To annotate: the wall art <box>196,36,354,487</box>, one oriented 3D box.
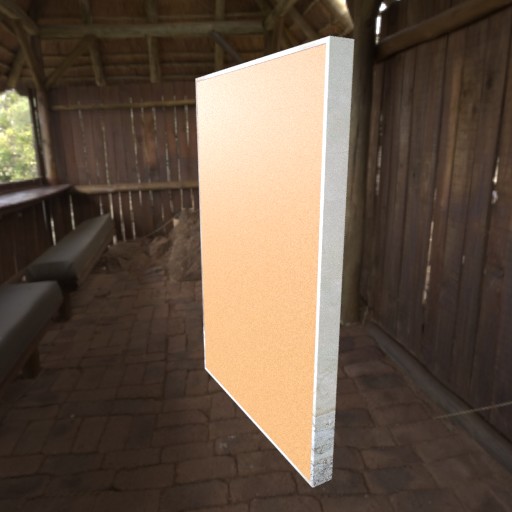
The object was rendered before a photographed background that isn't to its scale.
[{"bbox_3d":[0.000,0.000,0.753,0.036,0.607,0.403,-8,17,-28],"label":"wall art"}]
